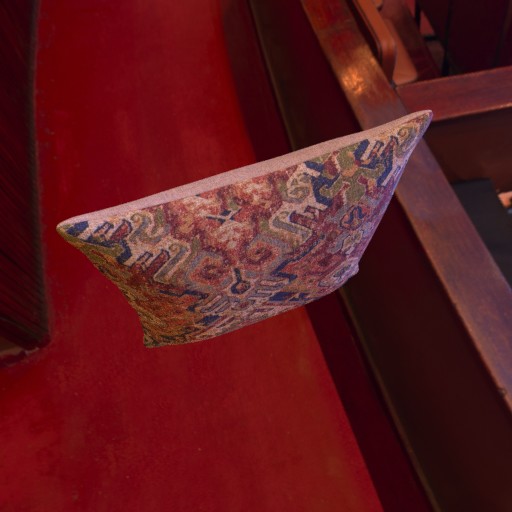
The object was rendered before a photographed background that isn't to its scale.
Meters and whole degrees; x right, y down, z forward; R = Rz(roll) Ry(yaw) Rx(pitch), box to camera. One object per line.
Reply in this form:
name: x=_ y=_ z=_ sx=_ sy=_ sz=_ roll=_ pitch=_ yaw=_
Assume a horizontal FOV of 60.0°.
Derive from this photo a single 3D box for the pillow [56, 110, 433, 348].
pillow: x=0.000 y=0.000 z=0.790 sx=0.523 sy=0.506 sz=0.166 roll=-19 pitch=65 yaw=-9
